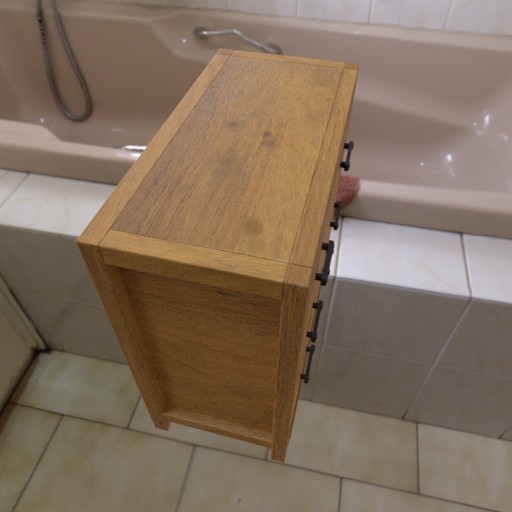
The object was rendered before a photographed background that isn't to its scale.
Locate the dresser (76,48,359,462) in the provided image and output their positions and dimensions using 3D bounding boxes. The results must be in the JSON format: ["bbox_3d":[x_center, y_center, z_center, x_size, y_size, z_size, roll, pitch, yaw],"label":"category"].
[{"bbox_3d":[0.000,0.000,1.269,0.427,0.804,0.804,11,48,10],"label":"dresser"}]
